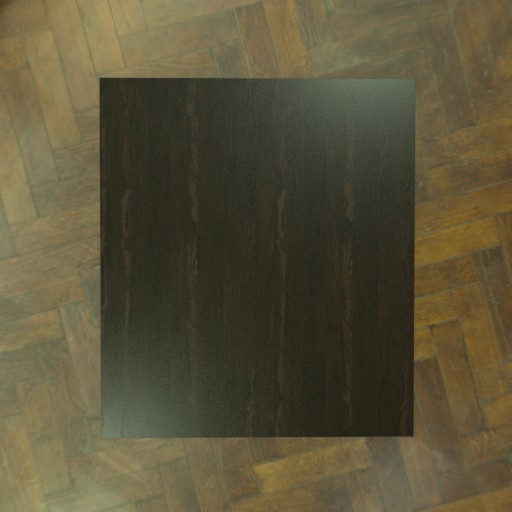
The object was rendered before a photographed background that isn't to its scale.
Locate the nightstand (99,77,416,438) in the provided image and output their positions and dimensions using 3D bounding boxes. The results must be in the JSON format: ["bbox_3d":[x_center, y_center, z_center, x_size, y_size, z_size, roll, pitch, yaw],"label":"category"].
[{"bbox_3d":[0.000,0.000,0.845,0.427,0.487,0.489,0,91,-1],"label":"nightstand"}]
